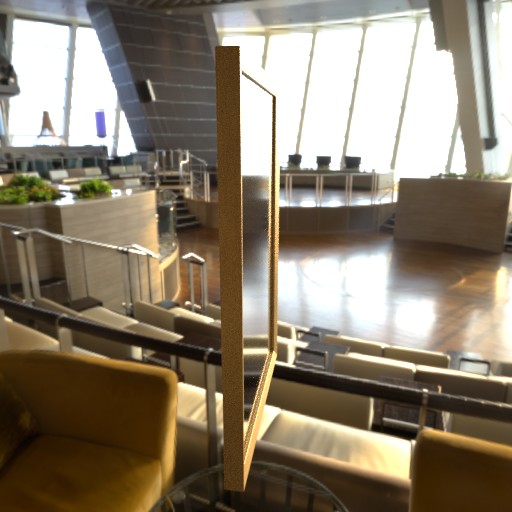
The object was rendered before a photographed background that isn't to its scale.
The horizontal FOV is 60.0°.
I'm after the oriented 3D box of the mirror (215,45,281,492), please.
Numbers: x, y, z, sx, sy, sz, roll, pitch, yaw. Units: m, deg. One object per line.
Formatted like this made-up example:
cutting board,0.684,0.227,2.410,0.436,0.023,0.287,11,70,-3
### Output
mirror,0.000,0.000,0.920,0.039,0.710,0.507,2,15,9
